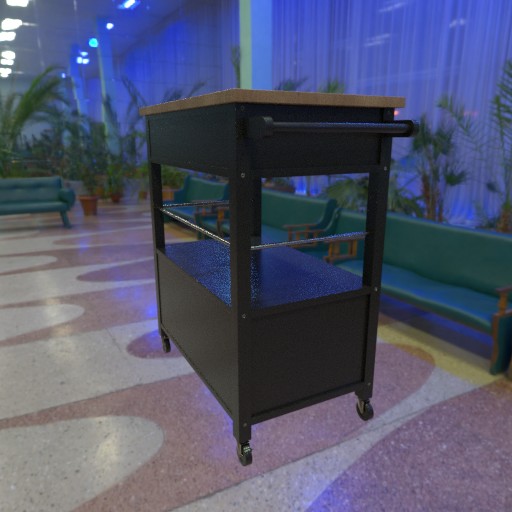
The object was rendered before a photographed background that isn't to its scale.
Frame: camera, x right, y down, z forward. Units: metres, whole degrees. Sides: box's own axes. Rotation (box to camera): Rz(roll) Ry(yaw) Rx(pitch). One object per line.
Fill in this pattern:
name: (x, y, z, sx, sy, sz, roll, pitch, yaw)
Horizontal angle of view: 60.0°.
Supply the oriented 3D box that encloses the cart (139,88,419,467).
cart: (0.000, 0.000, 1.376, 0.459, 0.901, 0.840, -8, 17, -27)
